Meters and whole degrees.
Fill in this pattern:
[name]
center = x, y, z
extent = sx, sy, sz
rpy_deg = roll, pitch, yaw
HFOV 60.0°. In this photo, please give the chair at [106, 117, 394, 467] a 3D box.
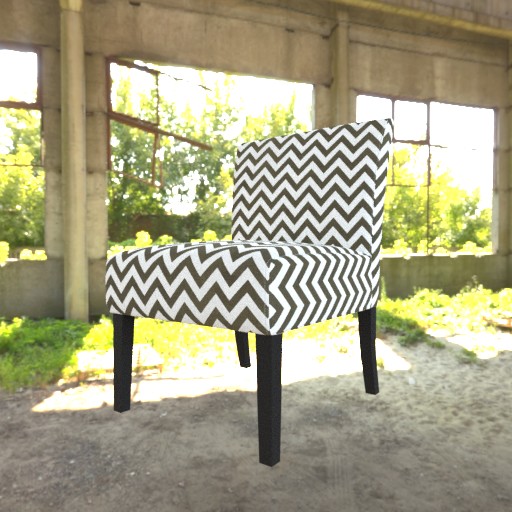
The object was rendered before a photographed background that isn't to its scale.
[chair]
center = 0.000, 0.000, 1.280
extent = 0.589, 0.838, 0.648
rpy_deg = 1, 1, 37
